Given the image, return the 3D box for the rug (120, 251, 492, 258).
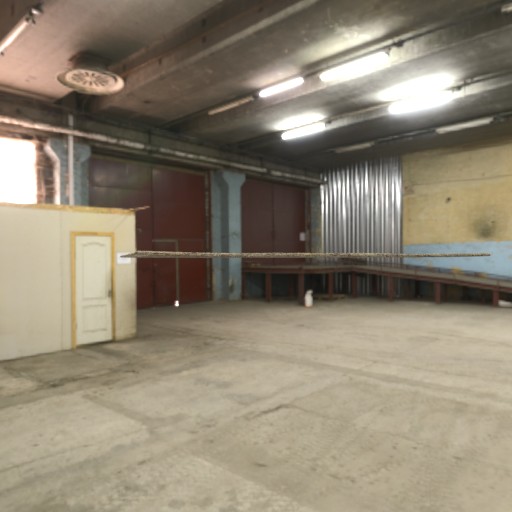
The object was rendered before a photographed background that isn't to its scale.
[{"bbox_3d":[0.000,0.000,4.244,2.414,0.036,3.199,0,0,-18],"label":"rug"}]
